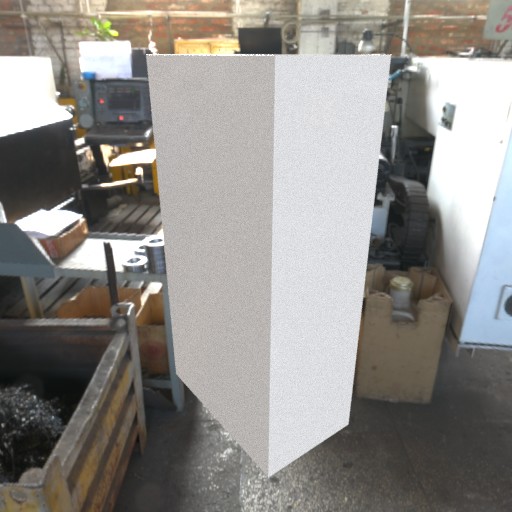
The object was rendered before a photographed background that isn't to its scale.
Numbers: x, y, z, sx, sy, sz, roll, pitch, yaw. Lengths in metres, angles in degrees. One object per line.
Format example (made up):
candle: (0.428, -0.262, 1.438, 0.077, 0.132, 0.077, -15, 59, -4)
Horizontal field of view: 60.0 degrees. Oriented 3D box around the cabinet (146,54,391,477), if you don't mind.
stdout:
cabinet: (0.000, 0.000, 2.321, 0.580, 1.920, 0.980, -17, 30, -33)
